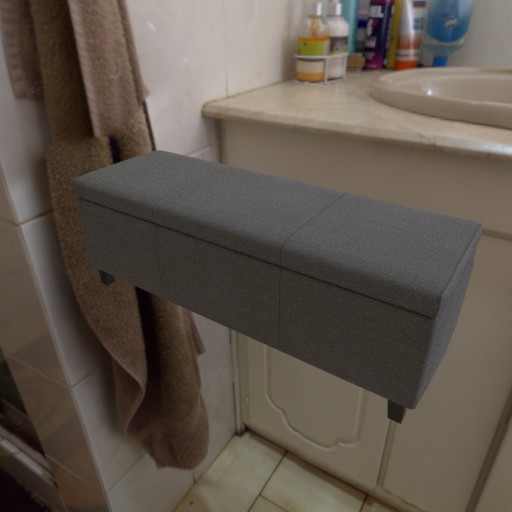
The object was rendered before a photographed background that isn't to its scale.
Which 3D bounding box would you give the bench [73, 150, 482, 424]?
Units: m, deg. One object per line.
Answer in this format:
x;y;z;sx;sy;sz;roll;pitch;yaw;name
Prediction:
0.000;0.000;1.483;1.269;0.438;0.446;19;35;29;bench
